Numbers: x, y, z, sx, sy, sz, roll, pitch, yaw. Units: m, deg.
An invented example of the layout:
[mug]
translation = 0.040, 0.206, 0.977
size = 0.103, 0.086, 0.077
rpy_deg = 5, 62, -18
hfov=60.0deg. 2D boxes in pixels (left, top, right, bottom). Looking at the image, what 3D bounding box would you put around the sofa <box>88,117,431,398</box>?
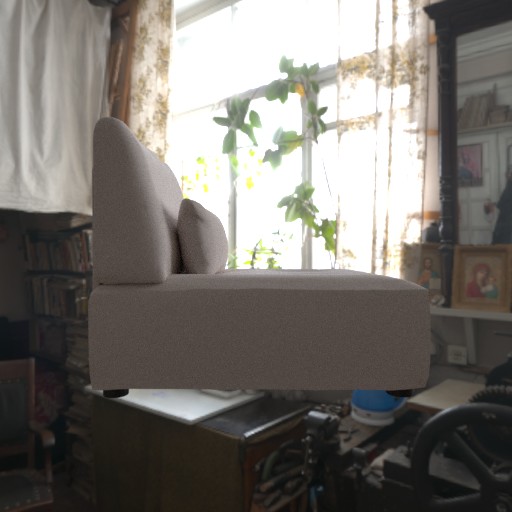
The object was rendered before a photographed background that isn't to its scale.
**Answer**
[sofa]
translation = 0.000, 0.000, 1.611
size = 1.000, 0.820, 0.700
rpy_deg = 0, 0, 1
